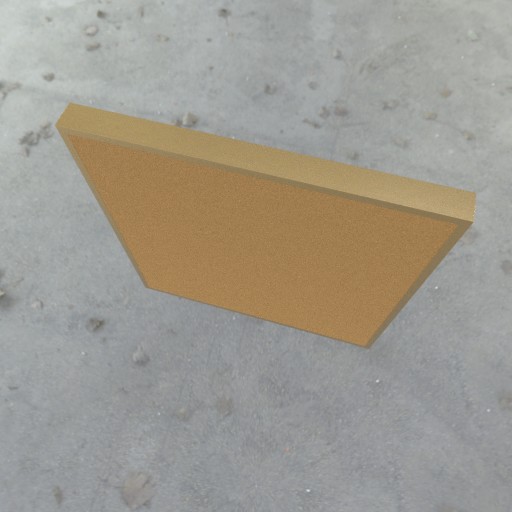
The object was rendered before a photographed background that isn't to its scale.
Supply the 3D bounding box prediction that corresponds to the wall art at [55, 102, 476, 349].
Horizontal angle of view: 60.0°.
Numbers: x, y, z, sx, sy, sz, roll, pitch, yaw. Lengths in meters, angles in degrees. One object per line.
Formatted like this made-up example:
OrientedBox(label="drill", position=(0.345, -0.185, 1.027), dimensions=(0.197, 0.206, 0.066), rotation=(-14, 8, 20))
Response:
OrientedBox(label="wall art", position=(0.000, 0.000, 0.753), dimensions=(0.509, 0.509, 0.040), rotation=(14, 63, 7))
